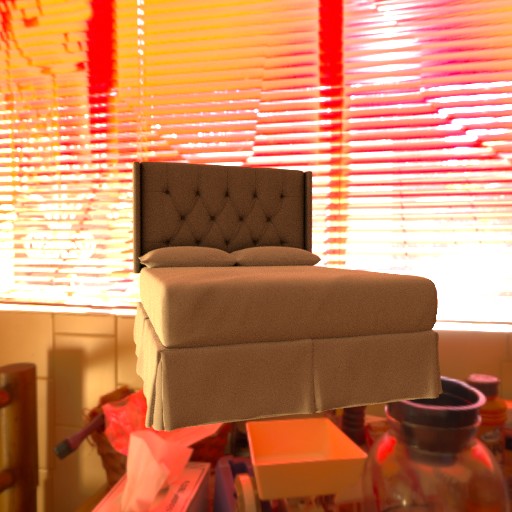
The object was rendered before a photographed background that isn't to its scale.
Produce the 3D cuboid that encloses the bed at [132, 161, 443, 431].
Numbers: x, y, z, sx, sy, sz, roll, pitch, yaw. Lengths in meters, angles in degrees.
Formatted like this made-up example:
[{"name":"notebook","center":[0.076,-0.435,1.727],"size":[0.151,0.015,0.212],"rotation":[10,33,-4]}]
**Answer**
[{"name":"bed","center":[0.000,0.000,3.271],"size":[1.719,1.665,2.066],"rotation":[0,1,-18]}]
